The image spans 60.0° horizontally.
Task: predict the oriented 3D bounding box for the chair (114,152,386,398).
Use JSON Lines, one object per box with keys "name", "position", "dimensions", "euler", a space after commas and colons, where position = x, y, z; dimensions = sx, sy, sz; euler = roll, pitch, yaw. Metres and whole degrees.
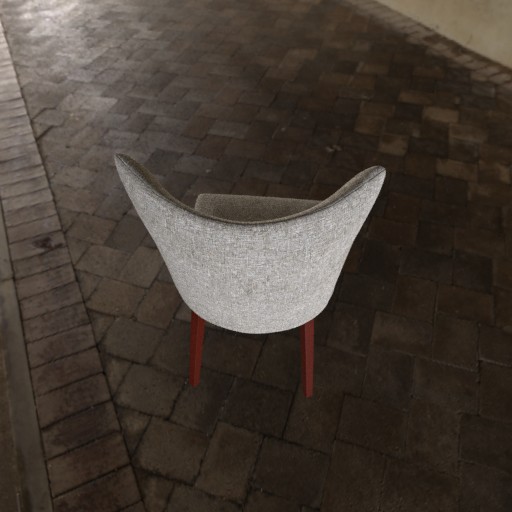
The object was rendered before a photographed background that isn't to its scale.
{"name": "chair", "position": [0.000, 0.000, 1.312], "dimensions": [0.535, 0.924, 0.623], "euler": [4, 47, 4]}
